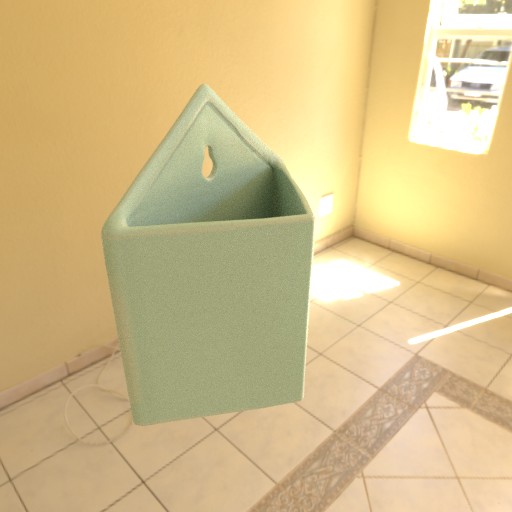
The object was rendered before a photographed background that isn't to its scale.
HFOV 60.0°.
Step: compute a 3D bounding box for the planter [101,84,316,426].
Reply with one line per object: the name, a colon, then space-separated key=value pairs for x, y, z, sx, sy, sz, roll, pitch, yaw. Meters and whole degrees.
planter: x=0.000 y=0.000 z=0.278 sx=0.079 sy=0.197 sz=0.164 roll=19 pitch=33 yaw=32
